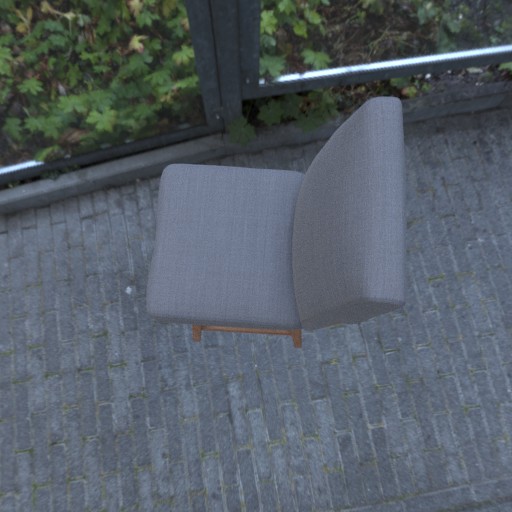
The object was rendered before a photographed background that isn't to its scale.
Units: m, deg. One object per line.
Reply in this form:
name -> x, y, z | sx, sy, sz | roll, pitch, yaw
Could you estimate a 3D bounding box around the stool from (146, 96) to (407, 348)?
stool -> 0.000, 0.000, 1.350 | 0.570, 1.112, 0.483 | 3, 76, 1
